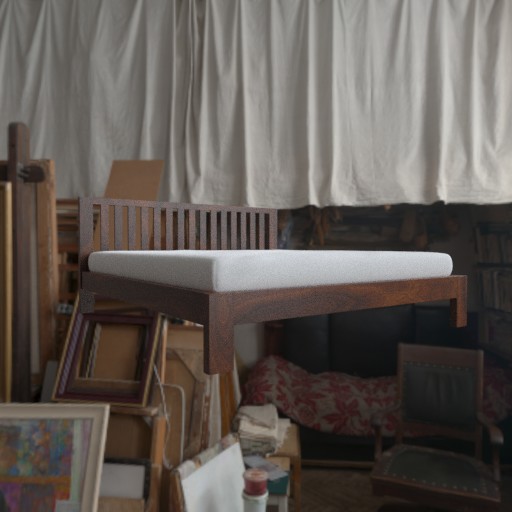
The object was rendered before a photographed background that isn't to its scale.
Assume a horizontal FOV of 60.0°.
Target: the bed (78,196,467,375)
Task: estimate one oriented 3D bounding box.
[{"bbox_3d":[0.000,0.000,3.136,1.905,0.890,2.030,-1,2,-35],"label":"bed"}]
